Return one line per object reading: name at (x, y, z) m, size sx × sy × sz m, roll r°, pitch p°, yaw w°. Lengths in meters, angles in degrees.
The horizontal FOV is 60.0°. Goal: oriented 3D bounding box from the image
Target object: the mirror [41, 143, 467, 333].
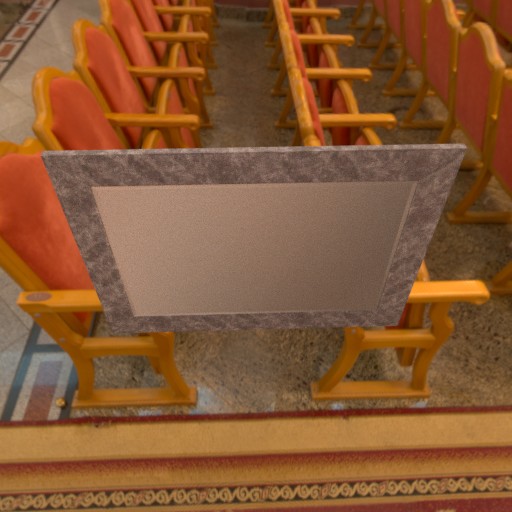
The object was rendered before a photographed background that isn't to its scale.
mirror at (0.000, 0.000, 1.437) m, size 1.101 × 0.795 × 0.022 m, roll -1°, pitch 46°, yaw -1°
